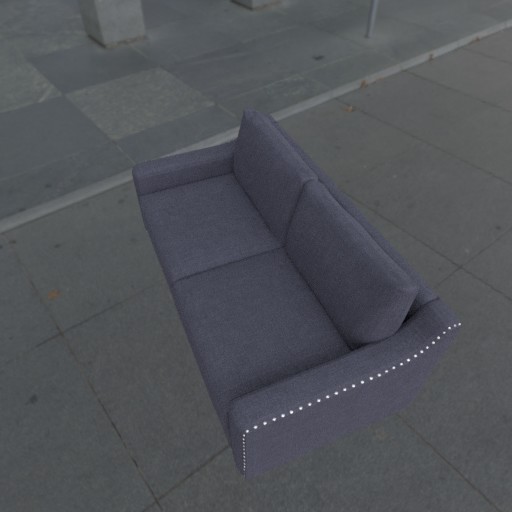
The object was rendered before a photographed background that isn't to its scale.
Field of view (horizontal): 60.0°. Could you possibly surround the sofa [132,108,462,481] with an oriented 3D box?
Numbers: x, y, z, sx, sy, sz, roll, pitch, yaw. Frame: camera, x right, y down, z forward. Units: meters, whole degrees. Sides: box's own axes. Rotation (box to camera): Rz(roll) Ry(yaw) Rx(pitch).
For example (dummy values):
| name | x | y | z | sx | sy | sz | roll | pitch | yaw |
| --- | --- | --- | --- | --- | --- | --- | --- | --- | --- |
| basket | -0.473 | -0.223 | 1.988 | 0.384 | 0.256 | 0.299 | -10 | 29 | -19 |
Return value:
| name | x | y | z | sx | sy | sz | roll | pitch | yaw |
| --- | --- | --- | --- | --- | --- | --- | --- | --- | --- |
| sofa | 0.000 | 0.000 | 3.294 | 1.336 | 1.196 | 2.550 | -17 | 48 | -16 |
